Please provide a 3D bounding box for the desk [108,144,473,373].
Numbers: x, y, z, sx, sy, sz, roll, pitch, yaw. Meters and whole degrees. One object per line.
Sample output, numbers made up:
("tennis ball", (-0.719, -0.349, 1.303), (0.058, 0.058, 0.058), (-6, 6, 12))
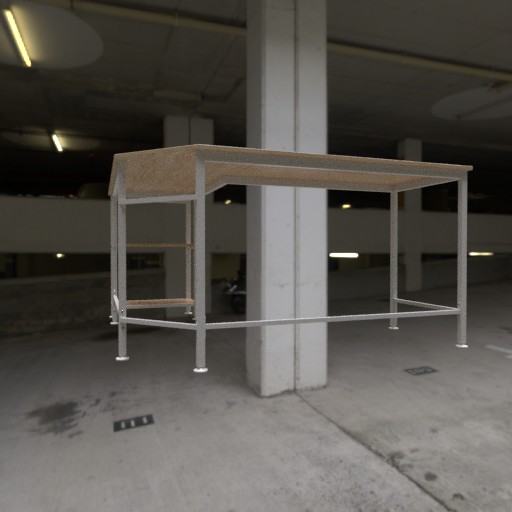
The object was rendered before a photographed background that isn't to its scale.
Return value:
("desk", (0.000, 0.000, 2.225), (1.379, 0.739, 1.379), (0, 1, -19))
